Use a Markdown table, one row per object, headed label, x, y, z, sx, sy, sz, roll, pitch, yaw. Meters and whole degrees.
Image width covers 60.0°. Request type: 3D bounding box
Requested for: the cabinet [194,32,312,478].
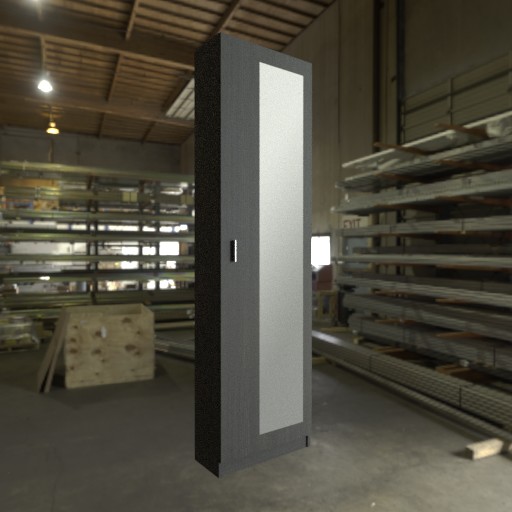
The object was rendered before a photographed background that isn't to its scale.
| label | x | y | z | sx | sy | sz | roll | pitch | yaw |
| --- | --- | --- | --- | --- | --- | --- | --- | --- | --- |
| cabinet | 0.000 | 0.000 | 1.999 | 0.500 | 1.790 | 0.230 | 0 | 0 | -36 |
